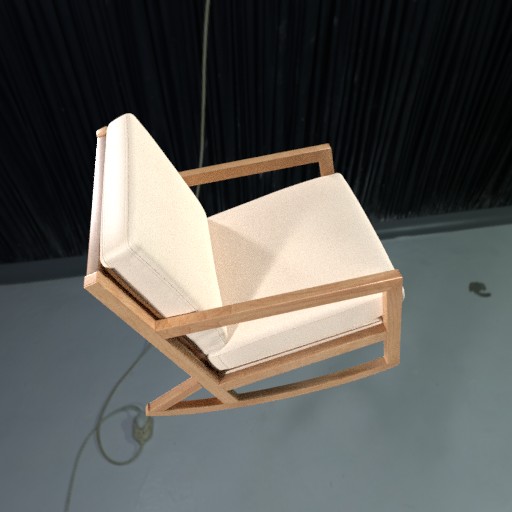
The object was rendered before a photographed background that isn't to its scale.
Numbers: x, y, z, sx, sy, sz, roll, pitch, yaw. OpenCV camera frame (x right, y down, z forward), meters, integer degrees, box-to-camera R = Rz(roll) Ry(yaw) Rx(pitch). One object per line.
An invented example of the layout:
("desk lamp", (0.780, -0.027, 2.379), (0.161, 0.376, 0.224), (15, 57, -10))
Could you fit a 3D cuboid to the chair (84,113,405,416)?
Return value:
("chair", (0.000, 0.000, 1.423), (0.857, 0.790, 0.622), (-8, 48, -8))
